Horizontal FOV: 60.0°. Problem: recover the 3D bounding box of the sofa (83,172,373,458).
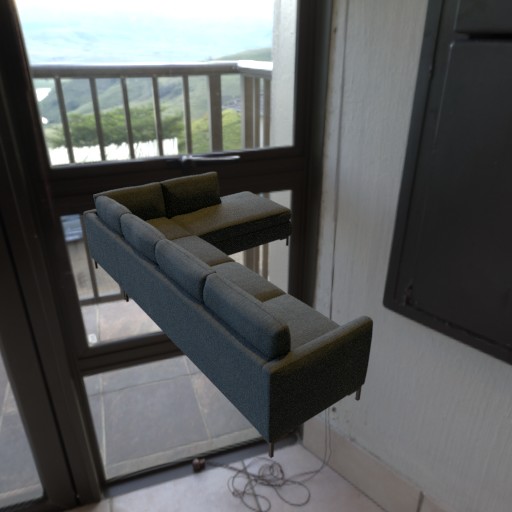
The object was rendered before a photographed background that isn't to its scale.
[{"bbox_3d":[0.000,0.000,3.849,2.007,0.815,2.949,-18,31,-33],"label":"sofa"}]
